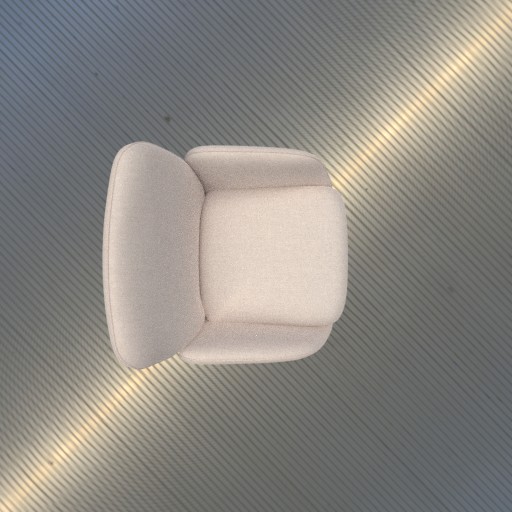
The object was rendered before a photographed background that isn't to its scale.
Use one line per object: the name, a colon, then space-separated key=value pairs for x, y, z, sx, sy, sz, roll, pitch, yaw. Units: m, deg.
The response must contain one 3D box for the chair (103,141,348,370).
chair: x=0.000 y=0.000 z=1.377 sx=0.633 sy=0.959 sz=0.648 roll=0 pitch=89 yaw=1
